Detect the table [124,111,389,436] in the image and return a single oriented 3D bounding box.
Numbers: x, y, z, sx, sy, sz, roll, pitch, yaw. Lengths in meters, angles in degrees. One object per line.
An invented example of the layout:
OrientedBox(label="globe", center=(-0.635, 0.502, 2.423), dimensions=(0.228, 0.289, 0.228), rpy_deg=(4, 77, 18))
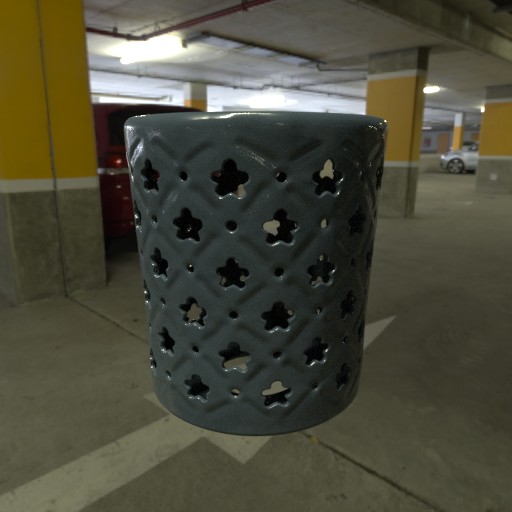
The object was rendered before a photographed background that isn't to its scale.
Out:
OrientedBox(label="table", center=(0.000, 0.000, 0.652), dimensions=(0.352, 0.387, 0.352), rpy_deg=(0, 14, 0))
